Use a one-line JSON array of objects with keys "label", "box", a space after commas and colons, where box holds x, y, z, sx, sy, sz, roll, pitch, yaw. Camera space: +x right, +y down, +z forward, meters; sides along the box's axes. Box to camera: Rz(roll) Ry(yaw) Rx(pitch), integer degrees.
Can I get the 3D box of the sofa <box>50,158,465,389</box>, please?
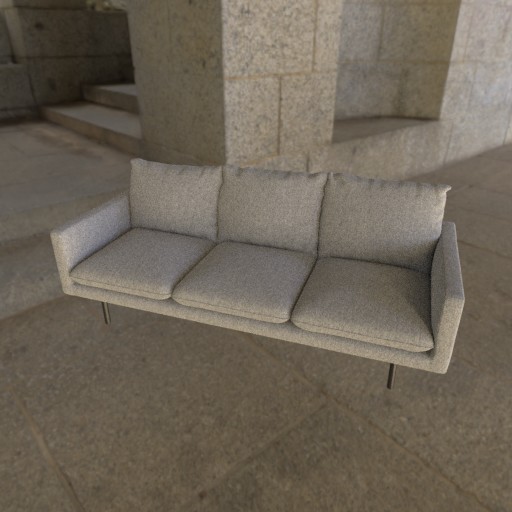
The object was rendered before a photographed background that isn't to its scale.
[{"label": "sofa", "box": [0.000, 0.000, 2.408, 2.000, 0.830, 0.850, 9, 28, 17]}]
